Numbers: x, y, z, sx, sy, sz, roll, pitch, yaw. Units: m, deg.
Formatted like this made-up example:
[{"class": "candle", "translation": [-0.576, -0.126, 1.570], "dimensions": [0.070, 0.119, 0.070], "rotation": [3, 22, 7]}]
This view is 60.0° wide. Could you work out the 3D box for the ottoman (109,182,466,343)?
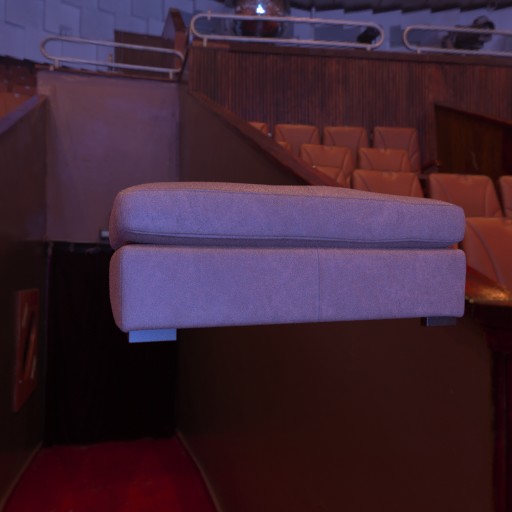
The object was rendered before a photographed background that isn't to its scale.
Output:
[{"class": "ottoman", "translation": [0.000, 0.000, 1.852], "dimensions": [1.168, 0.490, 1.168], "rotation": [0, -1, -19]}]
